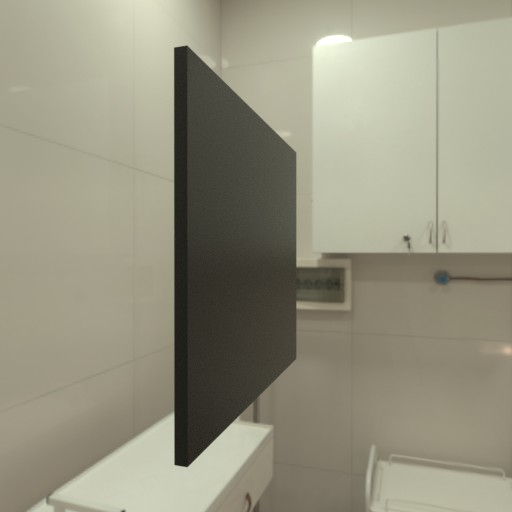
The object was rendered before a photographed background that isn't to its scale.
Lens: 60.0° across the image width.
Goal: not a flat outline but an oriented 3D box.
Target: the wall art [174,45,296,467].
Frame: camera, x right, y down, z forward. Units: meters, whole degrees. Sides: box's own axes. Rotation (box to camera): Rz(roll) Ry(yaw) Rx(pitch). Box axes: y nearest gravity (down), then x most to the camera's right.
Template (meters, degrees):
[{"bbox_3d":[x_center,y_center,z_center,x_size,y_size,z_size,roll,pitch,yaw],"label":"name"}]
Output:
[{"bbox_3d":[0.000,0.000,0.531,0.012,0.332,0.383,0,0,18],"label":"wall art"}]
